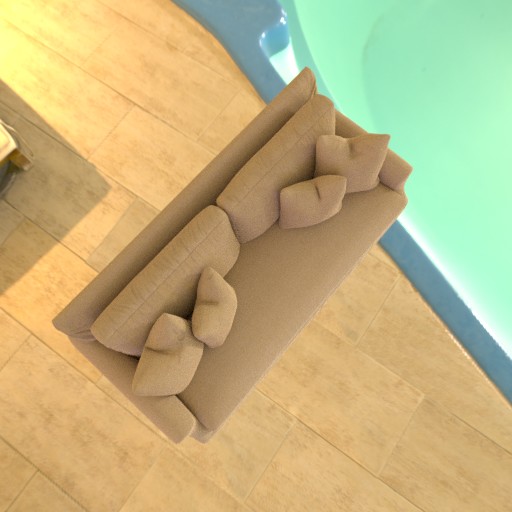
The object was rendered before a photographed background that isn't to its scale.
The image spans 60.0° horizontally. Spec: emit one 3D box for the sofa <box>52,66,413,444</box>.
[{"bbox_3d":[0.000,0.000,2.844,1.067,0.904,2.285,40,78,11],"label":"sofa"}]
